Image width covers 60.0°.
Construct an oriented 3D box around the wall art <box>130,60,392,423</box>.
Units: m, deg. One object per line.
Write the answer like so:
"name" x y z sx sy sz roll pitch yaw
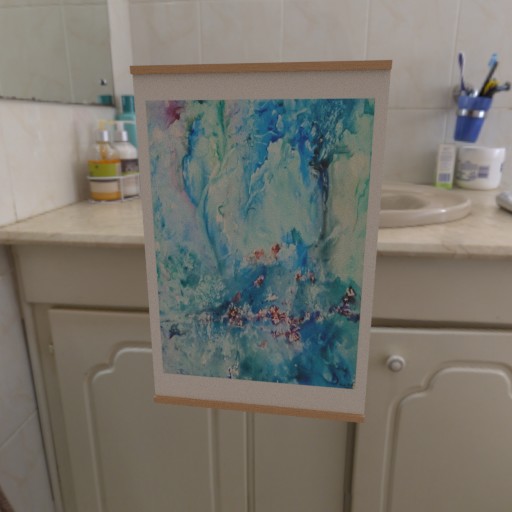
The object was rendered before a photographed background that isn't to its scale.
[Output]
"wall art" 0.000 0.000 0.636 0.335 0.510 0.013 2 16 9
